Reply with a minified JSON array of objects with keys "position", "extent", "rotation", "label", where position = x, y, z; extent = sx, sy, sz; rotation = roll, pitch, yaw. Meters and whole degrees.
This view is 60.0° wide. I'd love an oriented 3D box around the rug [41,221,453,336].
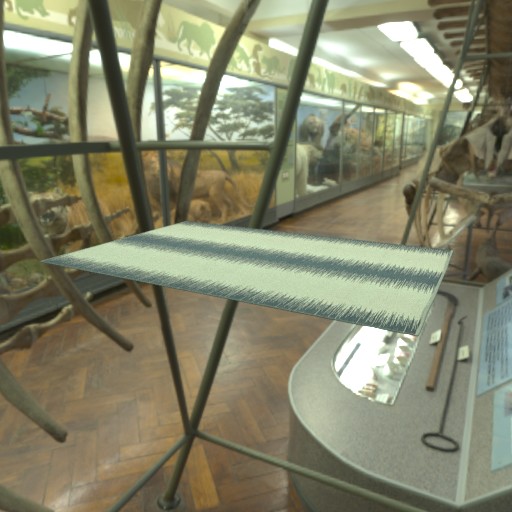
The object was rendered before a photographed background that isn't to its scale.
[{"position":[0.000,0.000,2.369],"extent":[1.854,0.006,1.234],"rotation":[8,17,27],"label":"rug"}]
